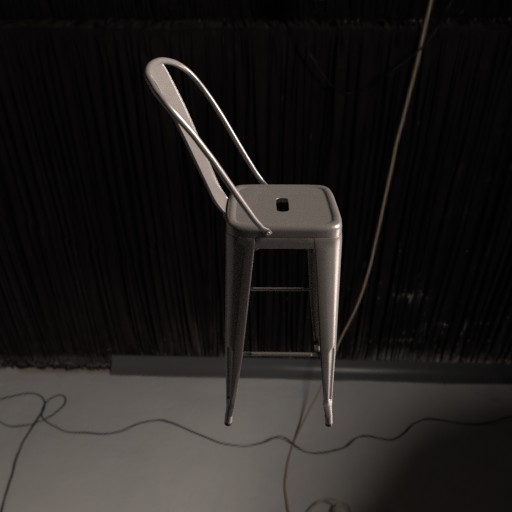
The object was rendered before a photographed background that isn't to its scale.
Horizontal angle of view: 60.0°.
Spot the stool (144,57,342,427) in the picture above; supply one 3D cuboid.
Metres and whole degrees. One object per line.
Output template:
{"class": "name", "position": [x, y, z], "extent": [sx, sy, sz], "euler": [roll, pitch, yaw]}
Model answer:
{"class": "stool", "position": [0.000, 0.000, 1.346], "extent": [0.513, 1.096, 0.399], "euler": [0, 31, 1]}
